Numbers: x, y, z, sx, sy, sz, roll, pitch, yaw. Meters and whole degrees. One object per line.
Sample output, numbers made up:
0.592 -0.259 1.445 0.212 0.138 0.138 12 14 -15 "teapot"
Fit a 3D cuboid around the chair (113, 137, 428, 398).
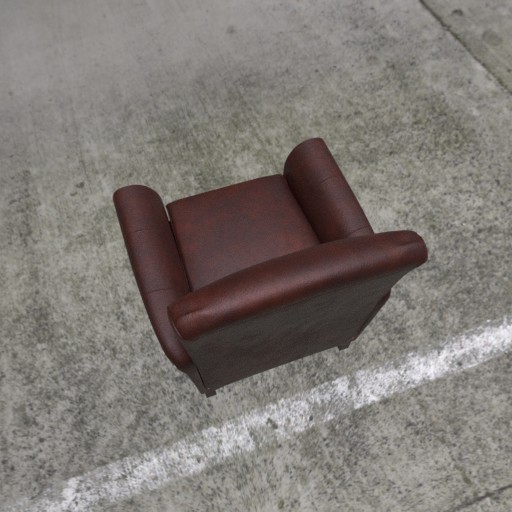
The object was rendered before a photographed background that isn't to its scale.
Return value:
0.000 0.000 1.795 0.978 1.061 0.902 -17 60 -10 "chair"
